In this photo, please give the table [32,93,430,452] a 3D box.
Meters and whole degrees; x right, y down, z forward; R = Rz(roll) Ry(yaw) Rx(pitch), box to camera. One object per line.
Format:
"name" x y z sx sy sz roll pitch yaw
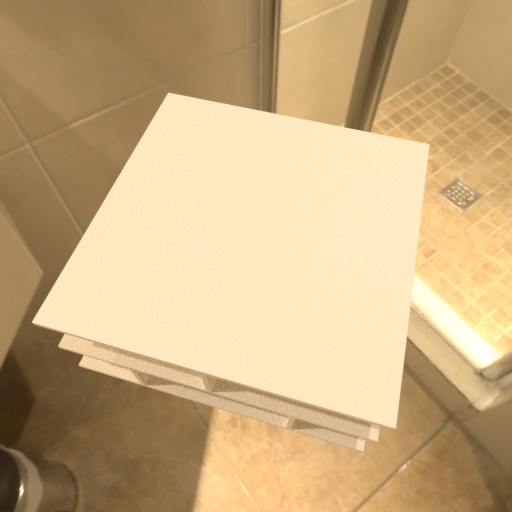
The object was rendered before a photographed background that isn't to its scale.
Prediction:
"table" 0.000 0.000 1.104 0.700 0.289 0.700 14 60 8
